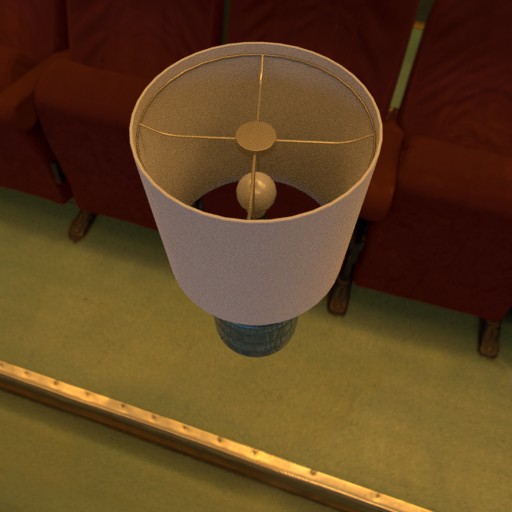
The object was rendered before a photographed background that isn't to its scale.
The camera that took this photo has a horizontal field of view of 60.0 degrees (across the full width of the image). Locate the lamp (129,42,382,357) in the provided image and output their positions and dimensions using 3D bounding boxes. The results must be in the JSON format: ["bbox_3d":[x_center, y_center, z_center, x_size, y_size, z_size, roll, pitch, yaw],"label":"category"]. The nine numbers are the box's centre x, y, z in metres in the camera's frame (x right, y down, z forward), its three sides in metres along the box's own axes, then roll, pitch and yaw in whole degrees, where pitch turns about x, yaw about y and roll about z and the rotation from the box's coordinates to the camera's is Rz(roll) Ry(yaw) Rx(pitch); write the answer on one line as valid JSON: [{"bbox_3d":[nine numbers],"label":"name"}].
[{"bbox_3d":[0.000,0.000,0.569,0.211,0.455,0.211,15,61,9],"label":"lamp"}]
